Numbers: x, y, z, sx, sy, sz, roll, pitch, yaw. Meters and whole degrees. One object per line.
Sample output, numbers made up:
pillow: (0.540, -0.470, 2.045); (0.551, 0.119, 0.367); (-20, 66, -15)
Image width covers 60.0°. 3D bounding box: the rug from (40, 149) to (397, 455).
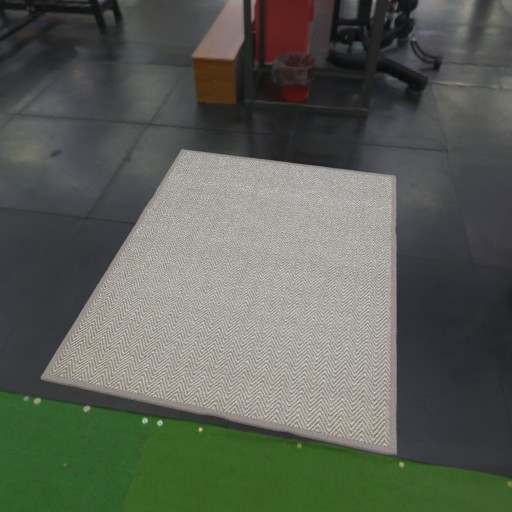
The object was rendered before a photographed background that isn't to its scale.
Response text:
rug: (0.000, 0.000, 3.934); (2.434, 0.032, 3.007); (9, 46, 9)
